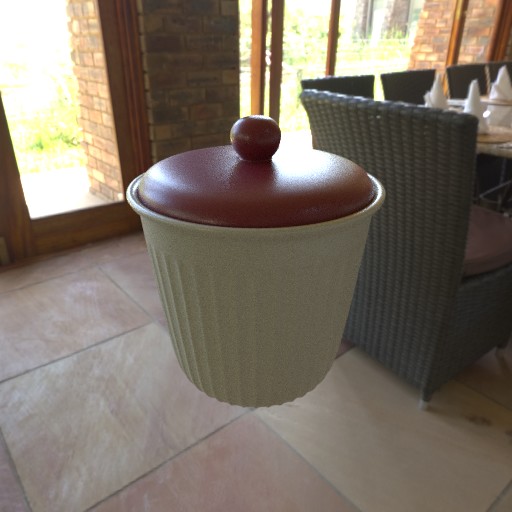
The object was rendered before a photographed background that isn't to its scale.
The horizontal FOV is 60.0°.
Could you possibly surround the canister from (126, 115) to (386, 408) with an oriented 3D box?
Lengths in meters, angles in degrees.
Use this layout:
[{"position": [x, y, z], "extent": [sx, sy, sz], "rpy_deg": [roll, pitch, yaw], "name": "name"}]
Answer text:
[{"position": [0.000, 0.000, 0.345], "extent": [0.181, 0.211, 0.181], "rpy_deg": [0, 26, 0], "name": "canister"}]
